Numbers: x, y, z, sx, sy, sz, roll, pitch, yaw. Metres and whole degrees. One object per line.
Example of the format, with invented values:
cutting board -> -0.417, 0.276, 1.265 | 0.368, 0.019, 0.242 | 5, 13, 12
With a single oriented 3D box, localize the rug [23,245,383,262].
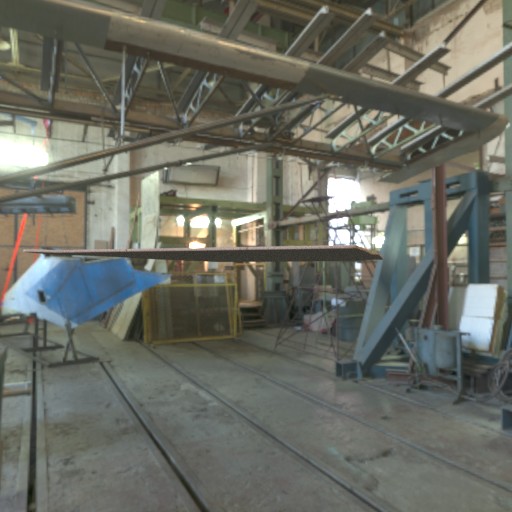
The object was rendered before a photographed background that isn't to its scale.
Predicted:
rug -> 0.000, 0.000, 2.318 | 1.230, 0.025, 1.837 | -1, -2, 18
